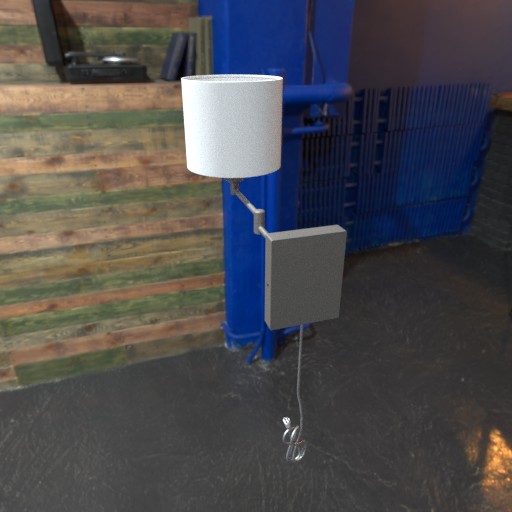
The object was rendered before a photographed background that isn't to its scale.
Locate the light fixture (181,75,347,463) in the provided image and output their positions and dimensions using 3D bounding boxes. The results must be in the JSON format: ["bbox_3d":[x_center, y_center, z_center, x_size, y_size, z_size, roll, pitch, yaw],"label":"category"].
[{"bbox_3d":[0.000,0.000,0.898,0.203,0.651,0.516,-8,27,-16],"label":"light fixture"}]
